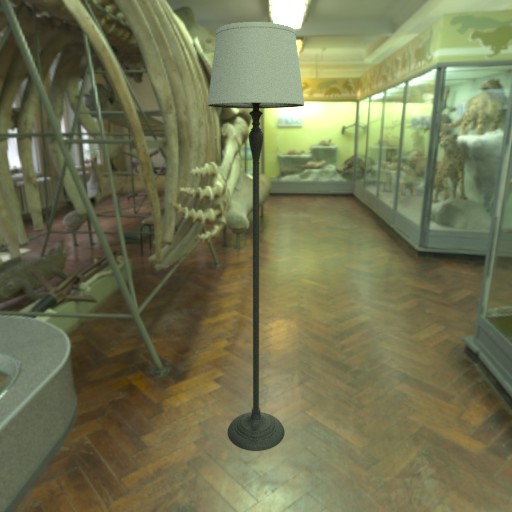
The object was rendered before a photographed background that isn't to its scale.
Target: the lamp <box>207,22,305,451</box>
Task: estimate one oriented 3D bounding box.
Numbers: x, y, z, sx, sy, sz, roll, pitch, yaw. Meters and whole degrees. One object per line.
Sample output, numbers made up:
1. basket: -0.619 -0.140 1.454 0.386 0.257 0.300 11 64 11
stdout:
1. lamp: 0.000 0.000 1.633 0.327 1.506 0.327 -7 17 -25
